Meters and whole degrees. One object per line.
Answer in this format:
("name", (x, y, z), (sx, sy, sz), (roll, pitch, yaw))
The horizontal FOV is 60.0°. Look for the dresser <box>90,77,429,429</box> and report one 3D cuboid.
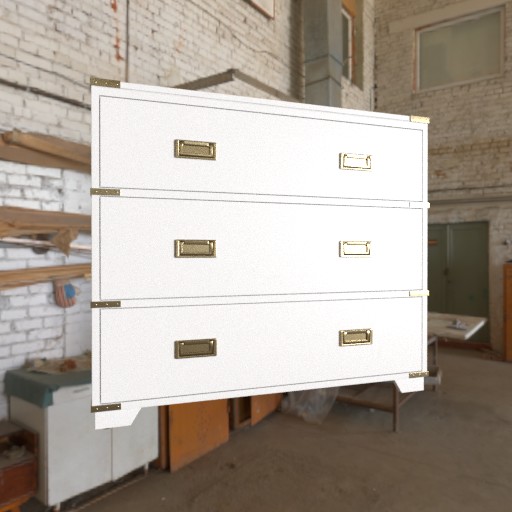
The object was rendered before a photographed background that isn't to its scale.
("dresser", (0.000, 0.000, 1.480), (1.022, 0.891, 0.460), (0, 0, -19))
